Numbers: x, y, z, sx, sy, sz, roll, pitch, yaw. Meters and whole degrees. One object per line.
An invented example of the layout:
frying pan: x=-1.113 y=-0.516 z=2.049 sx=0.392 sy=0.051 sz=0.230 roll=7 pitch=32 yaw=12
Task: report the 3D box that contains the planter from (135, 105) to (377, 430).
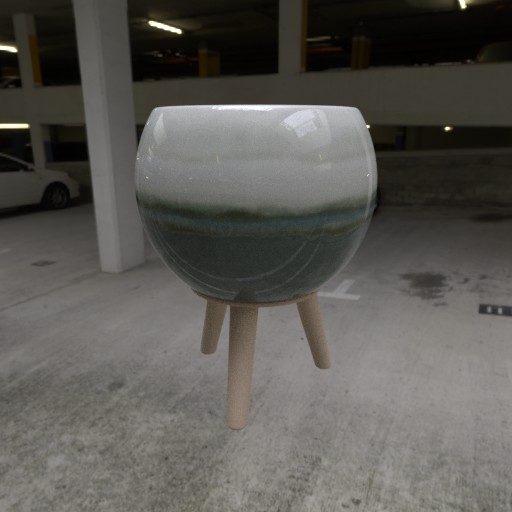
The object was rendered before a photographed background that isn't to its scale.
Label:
planter: x=0.000 y=0.000 z=0.440 sx=0.222 sy=0.278 sz=0.222 roll=0 pitch=17 yaw=0
